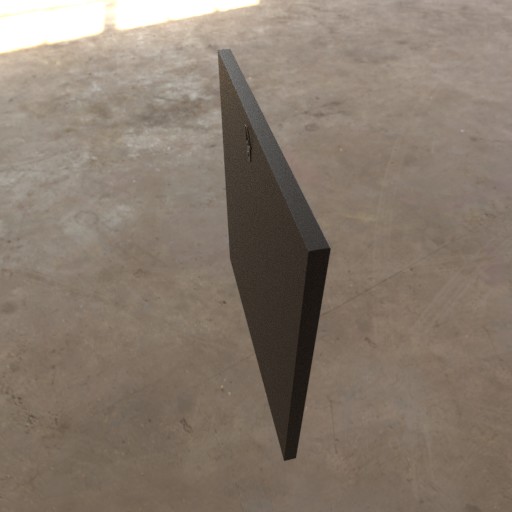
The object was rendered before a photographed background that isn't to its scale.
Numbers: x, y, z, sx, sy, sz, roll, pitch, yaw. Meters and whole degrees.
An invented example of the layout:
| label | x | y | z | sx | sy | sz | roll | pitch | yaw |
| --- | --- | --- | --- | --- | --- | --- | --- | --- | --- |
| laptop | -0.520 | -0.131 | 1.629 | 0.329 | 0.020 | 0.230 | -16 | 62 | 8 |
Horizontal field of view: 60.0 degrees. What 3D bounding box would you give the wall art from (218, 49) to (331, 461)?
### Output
| label | x | y | z | sx | sy | sz | roll | pitch | yaw |
| --- | --- | --- | --- | --- | --- | --- | --- | --- | --- |
| wall art | 0.000 | 0.000 | 1.213 | 0.043 | 0.807 | 0.805 | -9 | 46 | -9 |
